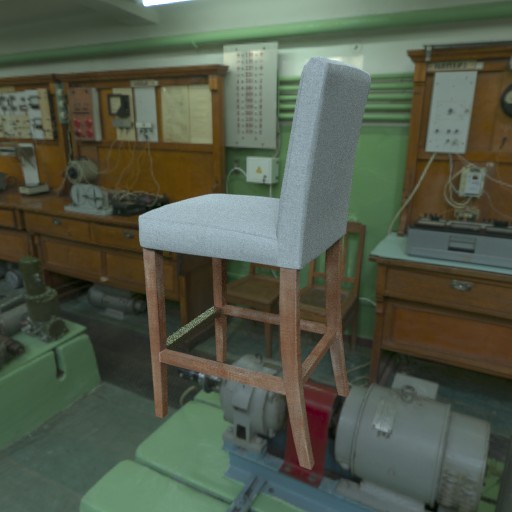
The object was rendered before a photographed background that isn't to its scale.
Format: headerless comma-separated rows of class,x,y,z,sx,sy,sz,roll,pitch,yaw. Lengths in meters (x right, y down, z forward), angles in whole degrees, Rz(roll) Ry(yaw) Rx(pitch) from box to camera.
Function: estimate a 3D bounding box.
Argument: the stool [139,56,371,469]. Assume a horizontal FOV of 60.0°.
stool,0.000,0.000,1.387,0.570,1.088,0.439,9,20,25
